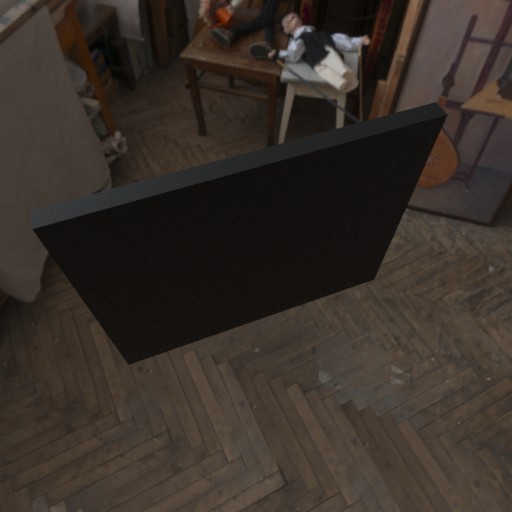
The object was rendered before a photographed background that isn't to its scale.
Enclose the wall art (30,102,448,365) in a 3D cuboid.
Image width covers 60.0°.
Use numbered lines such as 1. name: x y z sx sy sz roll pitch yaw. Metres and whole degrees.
1. wall art: 0.000 0.000 0.759 0.558 0.457 0.029 -18 59 -11
